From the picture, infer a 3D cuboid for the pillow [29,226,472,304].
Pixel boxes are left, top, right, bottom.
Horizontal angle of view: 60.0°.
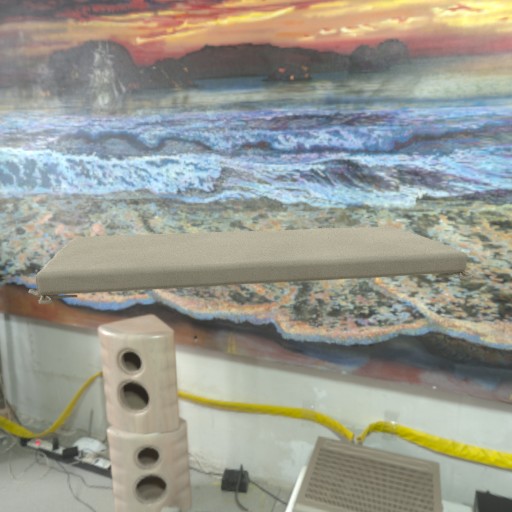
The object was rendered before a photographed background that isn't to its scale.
[{"bbox_3d":[0.000,0.000,1.347,1.187,0.081,0.492,-3,14,-10],"label":"pillow"}]
